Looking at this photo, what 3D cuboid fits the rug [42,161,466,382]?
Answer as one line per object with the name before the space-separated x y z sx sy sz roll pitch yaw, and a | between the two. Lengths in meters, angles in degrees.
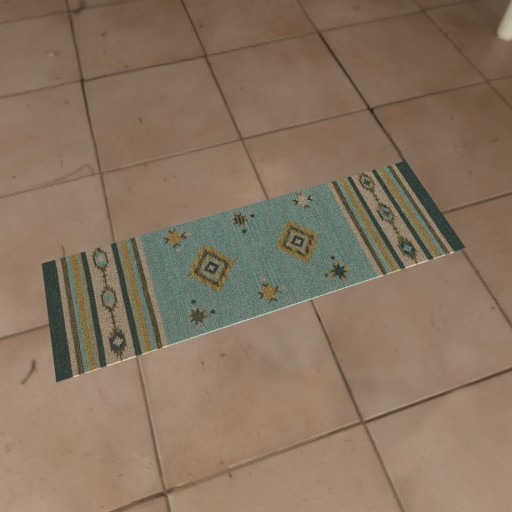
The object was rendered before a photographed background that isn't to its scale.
rug | 0.000 0.000 2.667 2.441 0.010 0.744 -17 61 -10
